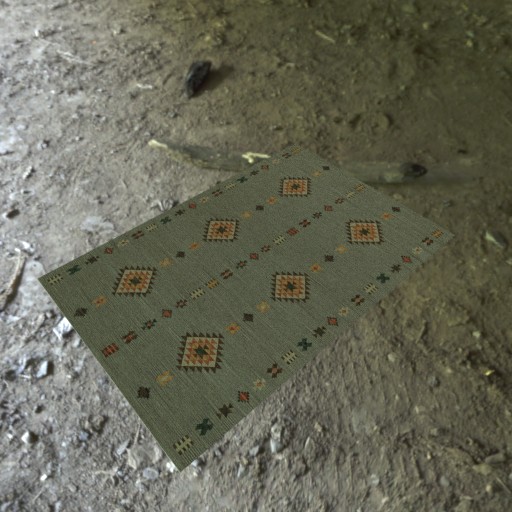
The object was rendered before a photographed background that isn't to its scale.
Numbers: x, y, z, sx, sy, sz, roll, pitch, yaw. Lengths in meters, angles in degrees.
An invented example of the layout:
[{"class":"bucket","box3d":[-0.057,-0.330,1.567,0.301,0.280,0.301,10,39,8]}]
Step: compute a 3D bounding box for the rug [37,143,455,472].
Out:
[{"class":"rug","box3d":[0.000,0.000,2.300,1.818,0.005,1.217,-33,55,-27]}]
